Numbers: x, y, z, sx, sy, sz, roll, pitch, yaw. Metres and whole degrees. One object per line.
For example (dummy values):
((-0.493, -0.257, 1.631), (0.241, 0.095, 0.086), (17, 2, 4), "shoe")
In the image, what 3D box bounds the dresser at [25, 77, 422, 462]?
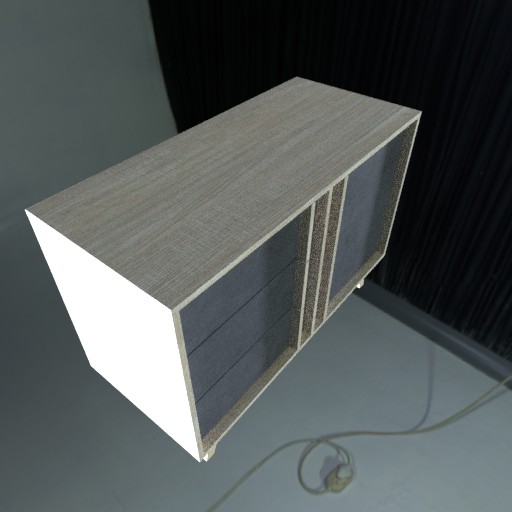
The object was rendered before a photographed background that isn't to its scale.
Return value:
((0.000, 0.000, 1.506), (0.500, 0.780, 1.110), (28, 49, 28), "dresser")
